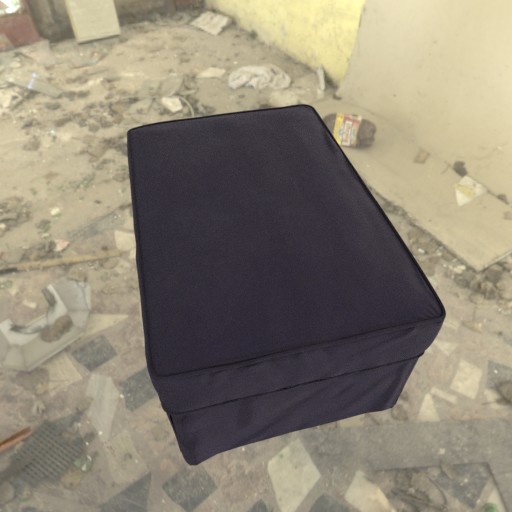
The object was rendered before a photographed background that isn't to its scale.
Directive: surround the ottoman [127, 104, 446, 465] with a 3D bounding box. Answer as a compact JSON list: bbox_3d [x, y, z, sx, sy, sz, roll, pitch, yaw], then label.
[{"bbox_3d":[0.000,0.000,1.299,0.637,0.503,0.938,-10,48,-9],"label":"ottoman"}]
